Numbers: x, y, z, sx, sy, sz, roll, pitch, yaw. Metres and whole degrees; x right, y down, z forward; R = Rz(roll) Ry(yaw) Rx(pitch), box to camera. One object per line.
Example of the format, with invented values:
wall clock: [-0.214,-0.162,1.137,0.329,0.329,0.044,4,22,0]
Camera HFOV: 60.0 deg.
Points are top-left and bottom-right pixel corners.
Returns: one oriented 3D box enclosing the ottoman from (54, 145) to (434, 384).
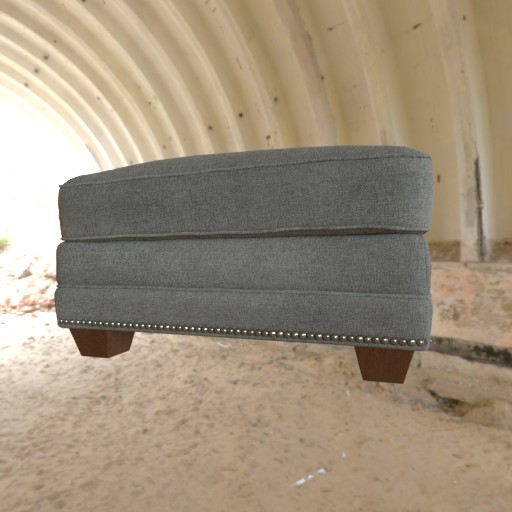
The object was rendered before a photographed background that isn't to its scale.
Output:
ottoman: [0.000,0.000,1.121,0.813,0.457,0.561,0,1,18]
